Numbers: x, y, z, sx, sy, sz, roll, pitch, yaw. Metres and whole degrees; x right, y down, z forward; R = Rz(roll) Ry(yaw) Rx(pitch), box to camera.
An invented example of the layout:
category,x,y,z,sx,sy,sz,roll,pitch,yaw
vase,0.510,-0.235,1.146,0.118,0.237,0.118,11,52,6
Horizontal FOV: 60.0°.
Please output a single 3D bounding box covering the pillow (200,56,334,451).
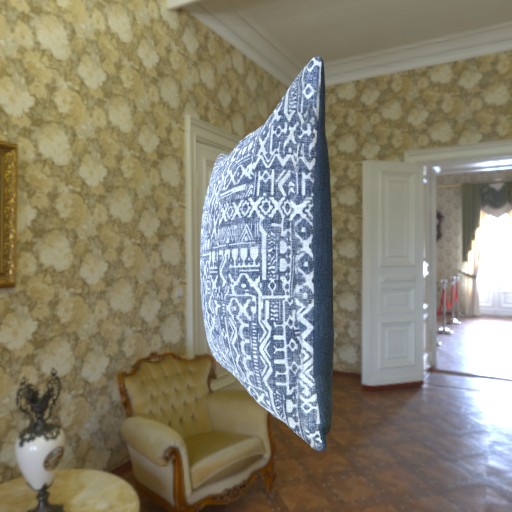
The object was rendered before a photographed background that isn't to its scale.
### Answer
category,x,y,z,sx,sy,sz,roll,pitch,yaw
pillow,0.000,0.000,0.786,0.180,0.487,0.546,0,0,-17
